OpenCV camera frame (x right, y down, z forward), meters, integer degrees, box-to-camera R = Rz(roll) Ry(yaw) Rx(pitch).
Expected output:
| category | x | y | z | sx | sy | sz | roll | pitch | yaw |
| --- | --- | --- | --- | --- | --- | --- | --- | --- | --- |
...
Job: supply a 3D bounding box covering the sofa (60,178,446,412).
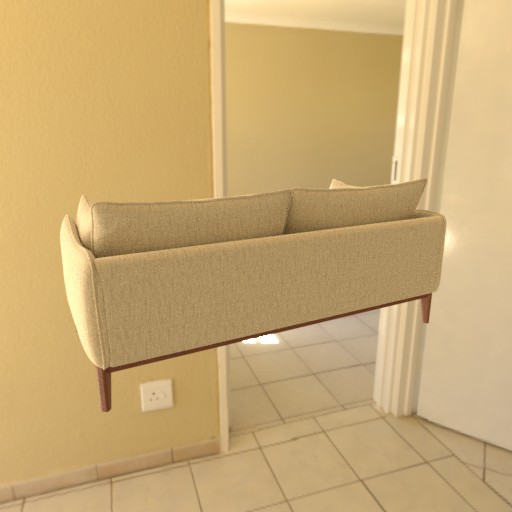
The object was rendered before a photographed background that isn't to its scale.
| category | x | y | z | sx | sy | sz | roll | pitch | yaw |
| --- | --- | --- | --- | --- | --- | --- | --- | --- | --- |
| sofa | 0.000 | 0.000 | 2.512 | 1.989 | 0.860 | 0.991 | -8 | 18 | -27 |
